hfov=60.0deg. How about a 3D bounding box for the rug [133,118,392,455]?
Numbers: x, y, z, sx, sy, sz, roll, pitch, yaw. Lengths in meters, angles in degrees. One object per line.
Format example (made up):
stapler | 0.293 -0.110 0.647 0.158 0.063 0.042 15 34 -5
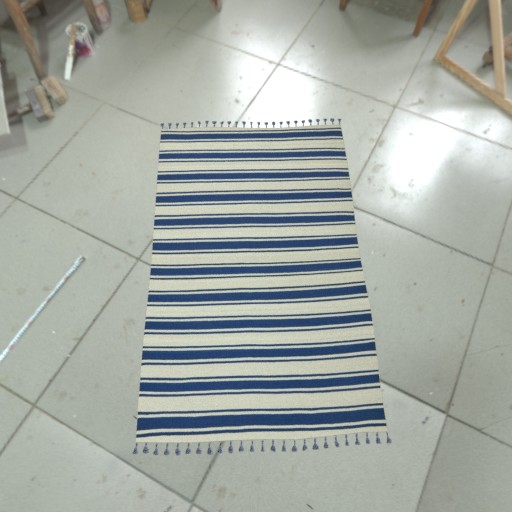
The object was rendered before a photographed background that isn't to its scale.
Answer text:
rug | 0.000 0.000 2.591 1.248 0.009 2.108 -2 63 -1
